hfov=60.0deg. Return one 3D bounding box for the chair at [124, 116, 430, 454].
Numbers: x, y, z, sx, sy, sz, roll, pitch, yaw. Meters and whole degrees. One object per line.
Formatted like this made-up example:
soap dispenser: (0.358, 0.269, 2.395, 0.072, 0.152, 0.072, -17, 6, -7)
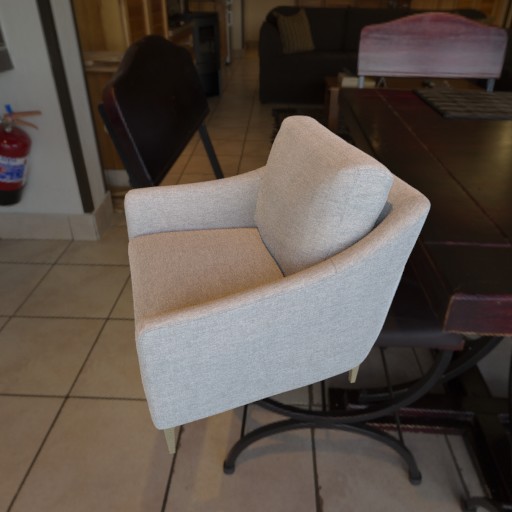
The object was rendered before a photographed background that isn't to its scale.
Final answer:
chair: (0.000, 0.000, 1.720, 0.961, 0.902, 0.986, -8, 32, -14)
